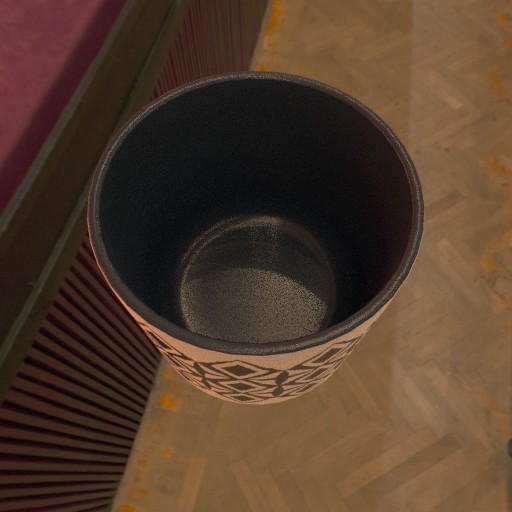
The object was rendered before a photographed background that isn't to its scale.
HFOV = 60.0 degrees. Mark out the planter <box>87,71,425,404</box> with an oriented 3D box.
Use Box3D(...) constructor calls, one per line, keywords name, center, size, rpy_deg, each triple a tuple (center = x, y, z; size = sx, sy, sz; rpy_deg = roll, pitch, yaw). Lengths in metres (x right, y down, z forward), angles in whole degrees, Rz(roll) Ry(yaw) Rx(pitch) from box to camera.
Box3D(name="planter", center=(0.000, 0.000, 0.274), size=(0.159, 0.144, 0.159), rpy_deg=(0, 64, 0))
